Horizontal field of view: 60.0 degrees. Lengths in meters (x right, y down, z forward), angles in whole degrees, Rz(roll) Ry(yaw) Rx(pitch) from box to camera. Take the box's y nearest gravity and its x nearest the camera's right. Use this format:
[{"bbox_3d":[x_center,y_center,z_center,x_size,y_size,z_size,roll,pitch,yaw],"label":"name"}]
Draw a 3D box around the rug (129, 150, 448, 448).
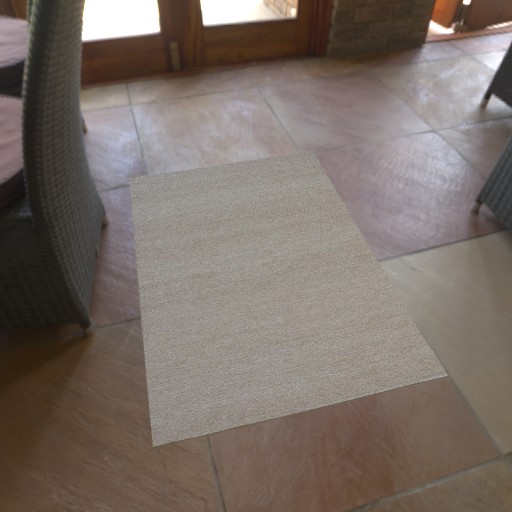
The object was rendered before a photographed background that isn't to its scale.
[{"bbox_3d":[0.000,0.000,3.849,2.032,0.038,2.869,-10,47,-10],"label":"rug"}]
